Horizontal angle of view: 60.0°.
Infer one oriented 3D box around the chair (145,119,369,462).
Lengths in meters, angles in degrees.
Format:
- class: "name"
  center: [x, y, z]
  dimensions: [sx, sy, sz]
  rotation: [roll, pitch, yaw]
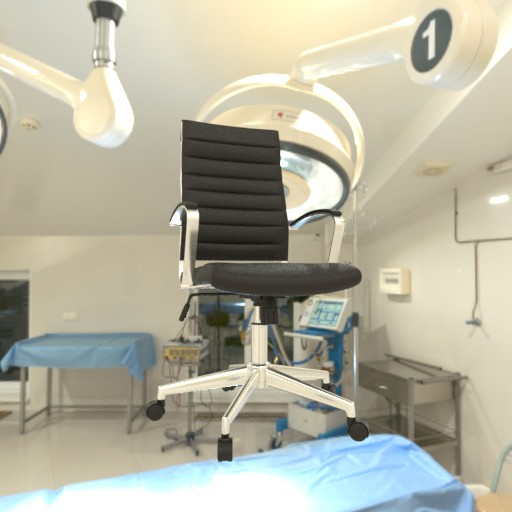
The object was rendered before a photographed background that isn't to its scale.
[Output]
- class: "chair"
  center: [0.000, 0.000, 1.620]
  dimensions: [0.766, 1.149, 0.739]
  rotation: [1, -2, -20]
